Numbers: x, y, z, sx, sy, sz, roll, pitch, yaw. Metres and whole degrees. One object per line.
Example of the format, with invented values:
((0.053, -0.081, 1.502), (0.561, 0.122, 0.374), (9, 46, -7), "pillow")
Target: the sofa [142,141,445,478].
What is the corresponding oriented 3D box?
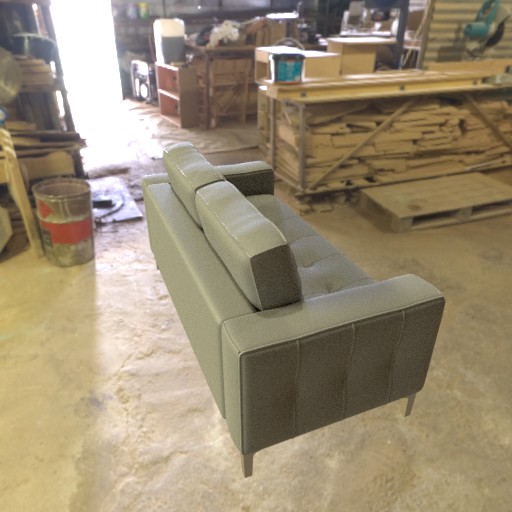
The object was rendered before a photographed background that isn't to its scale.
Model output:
((0.000, 0.000, 2.235), (0.833, 0.893, 1.726), (-12, 32, -19), "sofa")
